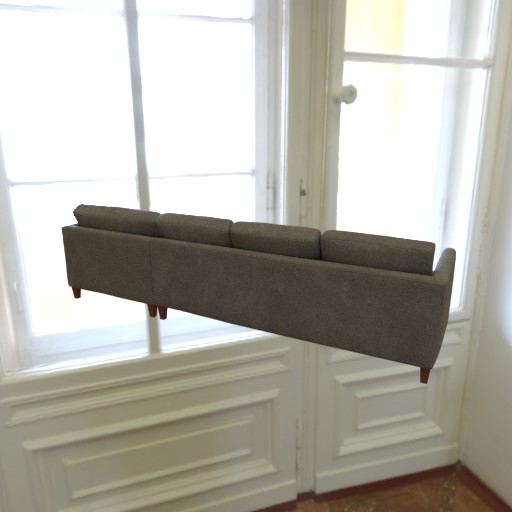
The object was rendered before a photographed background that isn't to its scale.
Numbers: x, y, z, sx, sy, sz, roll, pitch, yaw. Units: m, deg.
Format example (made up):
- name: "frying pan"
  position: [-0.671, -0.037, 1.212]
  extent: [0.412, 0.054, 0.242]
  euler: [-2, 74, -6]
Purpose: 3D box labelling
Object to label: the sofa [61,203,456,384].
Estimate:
- name: "sofa"
  position: [0.000, 0.000, 4.223]
  extent: [3.471, 0.950, 1.604]
  euler: [8, 18, 26]
